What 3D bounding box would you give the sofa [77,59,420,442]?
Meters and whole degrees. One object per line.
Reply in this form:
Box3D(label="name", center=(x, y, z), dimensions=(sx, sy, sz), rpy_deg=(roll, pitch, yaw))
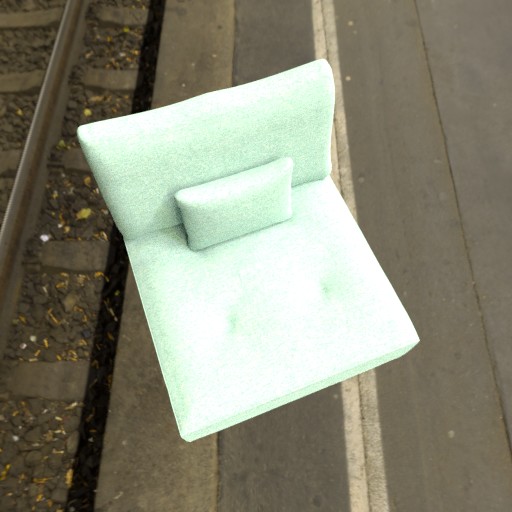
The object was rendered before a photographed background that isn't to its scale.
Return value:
Box3D(label="sofa", center=(0.000, 0.000, 1.677), dimensions=(0.930, 0.820, 1.000), rpy_deg=(-19, 65, -9))
